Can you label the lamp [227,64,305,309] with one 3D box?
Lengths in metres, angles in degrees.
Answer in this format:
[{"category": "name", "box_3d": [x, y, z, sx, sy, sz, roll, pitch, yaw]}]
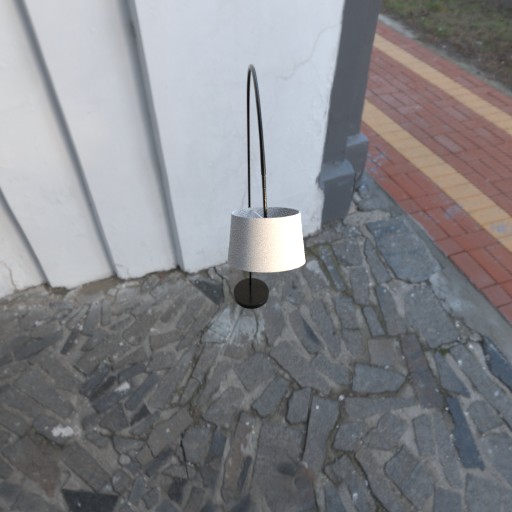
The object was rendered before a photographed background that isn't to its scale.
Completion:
[{"category": "lamp", "box_3d": [0.000, 0.000, 2.654, 0.331, 2.104, 1.363, -3, 47, -3]}]
